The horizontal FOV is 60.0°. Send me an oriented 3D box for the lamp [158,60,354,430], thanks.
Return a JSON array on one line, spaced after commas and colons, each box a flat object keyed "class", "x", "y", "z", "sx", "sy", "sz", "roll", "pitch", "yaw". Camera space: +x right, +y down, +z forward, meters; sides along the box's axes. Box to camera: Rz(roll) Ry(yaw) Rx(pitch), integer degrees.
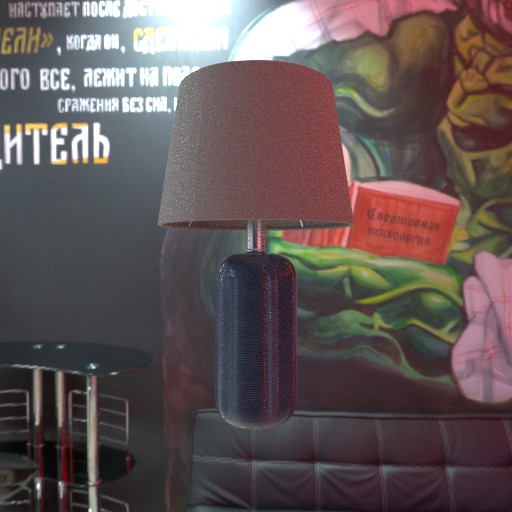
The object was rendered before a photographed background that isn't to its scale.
[{"class": "lamp", "x": 0.000, "y": 0.000, "z": 0.583, "sx": 0.253, "sy": 0.428, "sz": 0.253, "roll": 0, "pitch": 1, "yaw": 0}]
